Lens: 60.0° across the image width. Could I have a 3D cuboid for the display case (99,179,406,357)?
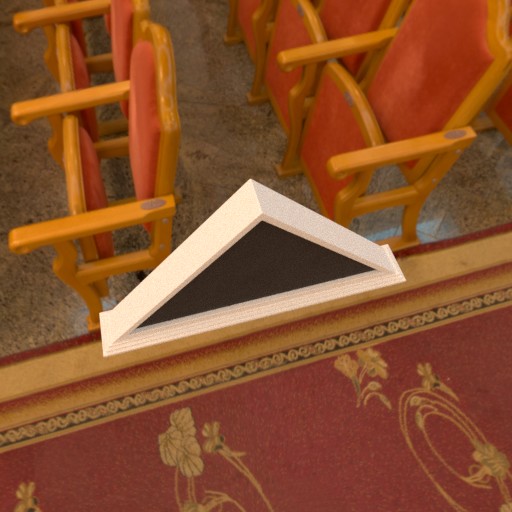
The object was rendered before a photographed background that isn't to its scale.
[{"bbox_3d":[0.000,0.000,0.787,0.640,0.340,0.095,-13,60,-8],"label":"display case"}]
